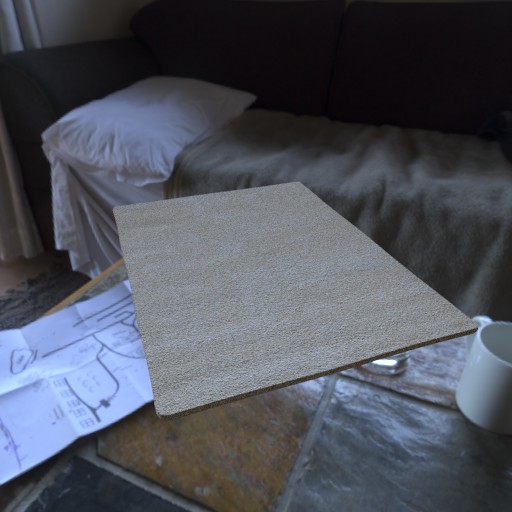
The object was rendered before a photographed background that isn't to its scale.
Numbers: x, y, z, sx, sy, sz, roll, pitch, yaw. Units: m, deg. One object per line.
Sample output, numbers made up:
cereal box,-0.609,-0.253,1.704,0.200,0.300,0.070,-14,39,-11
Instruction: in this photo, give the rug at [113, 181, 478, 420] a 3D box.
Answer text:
rug,0.000,0.000,2.124,1.199,0.025,1.600,-11,32,-17
